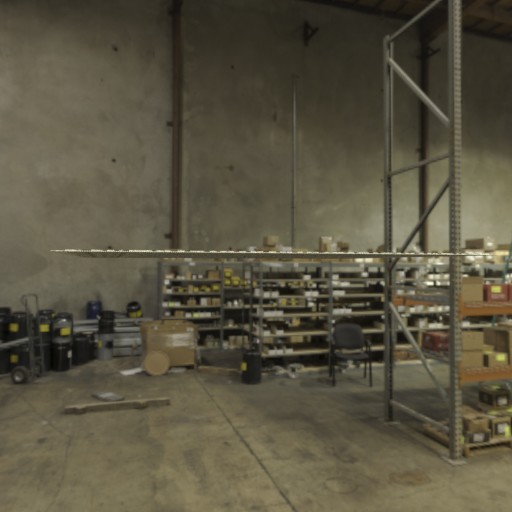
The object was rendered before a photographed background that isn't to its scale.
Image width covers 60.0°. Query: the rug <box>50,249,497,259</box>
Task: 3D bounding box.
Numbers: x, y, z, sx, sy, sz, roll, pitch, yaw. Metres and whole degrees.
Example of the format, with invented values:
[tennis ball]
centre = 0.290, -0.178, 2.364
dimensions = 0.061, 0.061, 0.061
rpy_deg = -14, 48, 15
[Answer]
[rug]
centre = 0.000, 0.000, 1.986
dimensions = 1.556, 0.006, 1.146
rpy_deg = 0, -1, -19
